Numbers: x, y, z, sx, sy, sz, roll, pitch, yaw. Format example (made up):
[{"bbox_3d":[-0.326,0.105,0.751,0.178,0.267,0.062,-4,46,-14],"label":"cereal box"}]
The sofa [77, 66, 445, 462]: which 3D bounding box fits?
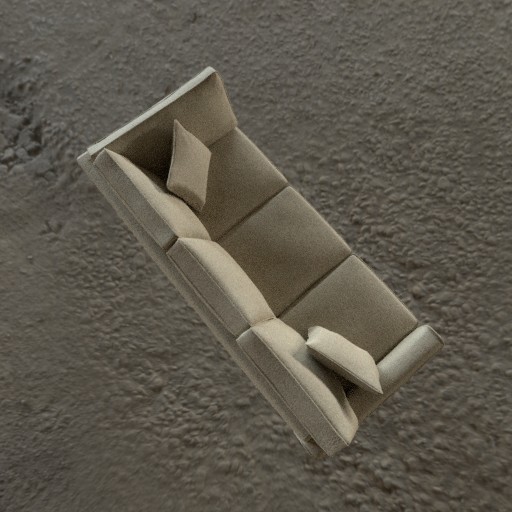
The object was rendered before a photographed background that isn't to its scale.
[{"bbox_3d":[0.000,0.000,2.889,1.061,0.962,2.317,-39,77,-11],"label":"sofa"}]
